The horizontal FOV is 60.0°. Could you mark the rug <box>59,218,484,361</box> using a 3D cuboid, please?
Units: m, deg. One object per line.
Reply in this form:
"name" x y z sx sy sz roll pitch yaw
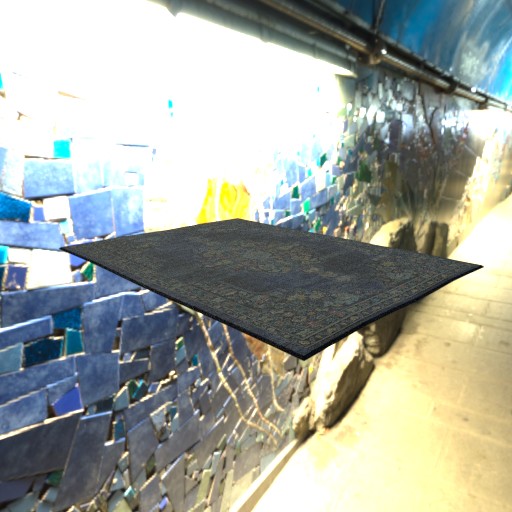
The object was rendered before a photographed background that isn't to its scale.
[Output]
"rug" 0.000 0.000 4.664 2.716 0.035 3.612 -14 21 -42
